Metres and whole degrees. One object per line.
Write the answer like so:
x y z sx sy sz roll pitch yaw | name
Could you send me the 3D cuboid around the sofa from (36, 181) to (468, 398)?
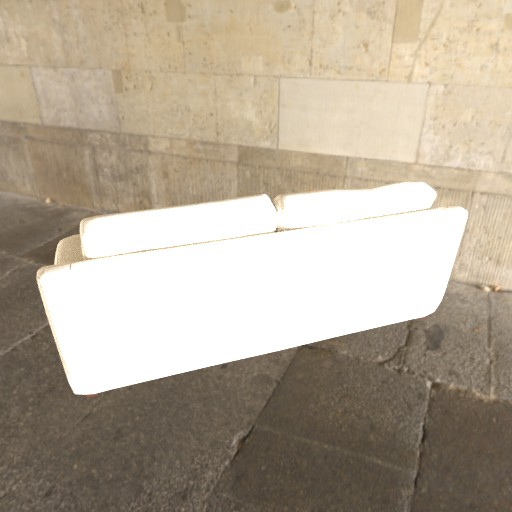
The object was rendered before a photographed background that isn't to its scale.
0.000 0.000 2.938 2.470 1.022 1.009 -9 29 -17 | sofa
